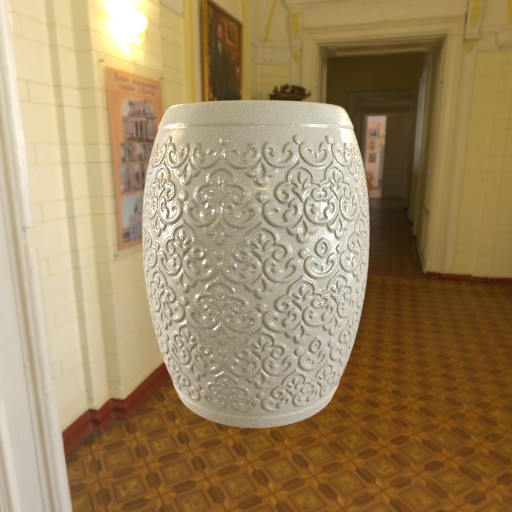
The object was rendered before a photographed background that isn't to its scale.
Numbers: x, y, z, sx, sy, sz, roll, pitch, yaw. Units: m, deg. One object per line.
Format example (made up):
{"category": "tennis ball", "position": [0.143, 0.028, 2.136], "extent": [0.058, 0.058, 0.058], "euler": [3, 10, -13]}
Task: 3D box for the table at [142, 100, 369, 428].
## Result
{"category": "table", "position": [0.000, 0.000, 0.627], "extent": [0.309, 0.397, 0.309], "euler": [0, 13, 0]}
